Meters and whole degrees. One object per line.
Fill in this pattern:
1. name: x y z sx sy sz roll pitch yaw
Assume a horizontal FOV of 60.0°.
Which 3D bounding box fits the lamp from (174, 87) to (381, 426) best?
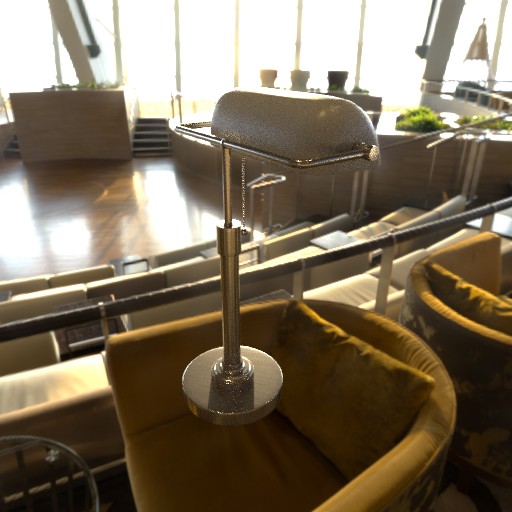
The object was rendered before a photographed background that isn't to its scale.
1. lamp: 0.000 0.000 0.582 0.227 0.404 0.269 -18 31 -32
